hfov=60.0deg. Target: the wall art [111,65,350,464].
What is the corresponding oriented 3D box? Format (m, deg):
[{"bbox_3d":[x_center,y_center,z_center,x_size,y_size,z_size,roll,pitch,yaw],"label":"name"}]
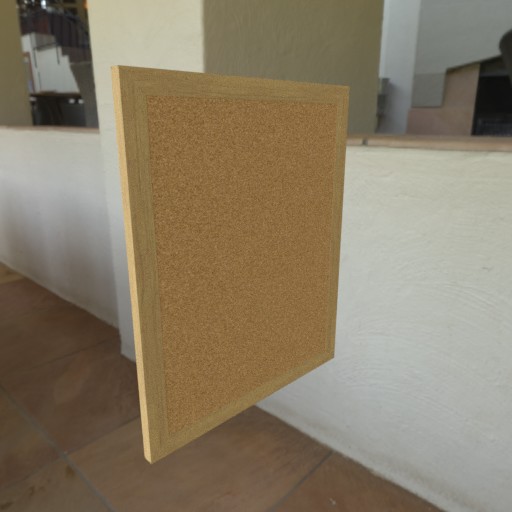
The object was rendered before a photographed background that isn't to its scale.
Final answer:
[{"bbox_3d":[0.000,0.000,0.752,0.460,0.561,0.020,-16,23,-42],"label":"wall art"}]
